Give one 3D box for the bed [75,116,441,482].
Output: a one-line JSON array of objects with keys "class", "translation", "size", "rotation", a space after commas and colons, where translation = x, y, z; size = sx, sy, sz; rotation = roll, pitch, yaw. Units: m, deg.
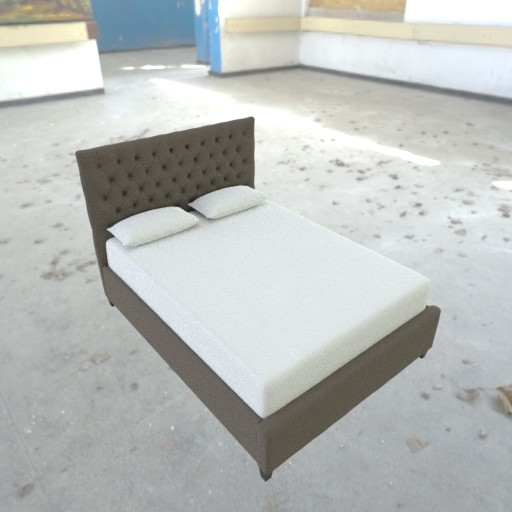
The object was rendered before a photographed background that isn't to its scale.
[{"class": "bed", "translation": [0.000, 0.000, 3.356], "size": [1.696, 1.426, 2.233], "rotation": [-23, 38, -33]}]
